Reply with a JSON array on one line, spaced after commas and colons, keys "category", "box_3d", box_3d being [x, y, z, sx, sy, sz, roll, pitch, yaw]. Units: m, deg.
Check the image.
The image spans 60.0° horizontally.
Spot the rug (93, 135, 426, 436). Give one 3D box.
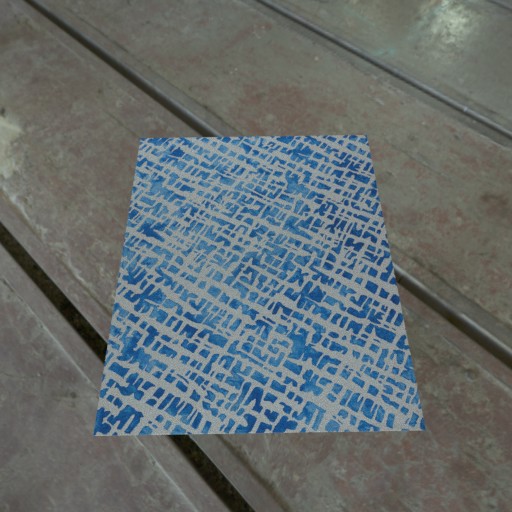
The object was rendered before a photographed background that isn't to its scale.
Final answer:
[{"category": "rug", "box_3d": [0.000, 0.000, 3.997, 2.435, 0.007, 3.007, -1, 59, 0]}]
